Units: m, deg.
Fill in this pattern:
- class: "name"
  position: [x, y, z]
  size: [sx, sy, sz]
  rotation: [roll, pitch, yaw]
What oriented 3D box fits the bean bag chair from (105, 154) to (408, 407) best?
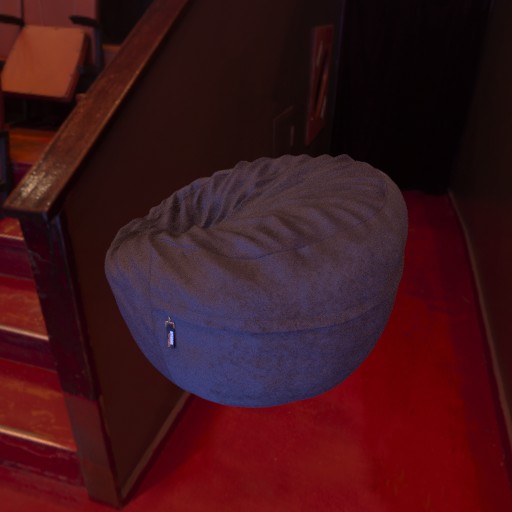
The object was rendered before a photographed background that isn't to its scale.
- class: "bean bag chair"
  position: [0.000, 0.000, 1.991]
  size: [1.245, 0.821, 1.245]
  rotation: [0, 30, 0]
